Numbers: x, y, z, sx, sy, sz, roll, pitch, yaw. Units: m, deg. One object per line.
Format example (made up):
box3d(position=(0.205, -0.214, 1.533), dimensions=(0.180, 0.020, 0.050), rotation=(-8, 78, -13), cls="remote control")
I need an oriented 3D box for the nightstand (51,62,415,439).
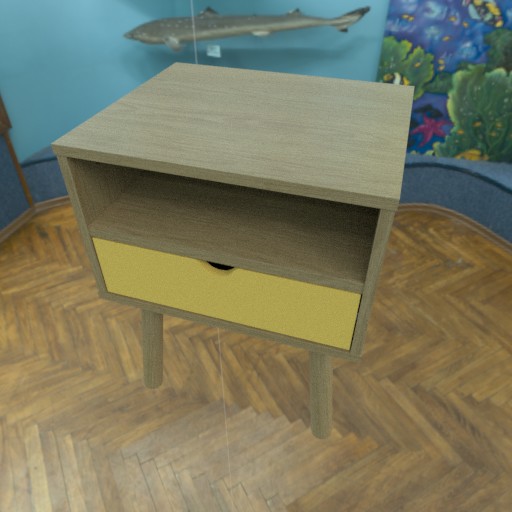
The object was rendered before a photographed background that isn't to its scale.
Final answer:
box3d(position=(0.000, 0.000, 0.856), dimensions=(0.450, 0.571, 0.380), rotation=(12, 41, 14), cls="nightstand")
